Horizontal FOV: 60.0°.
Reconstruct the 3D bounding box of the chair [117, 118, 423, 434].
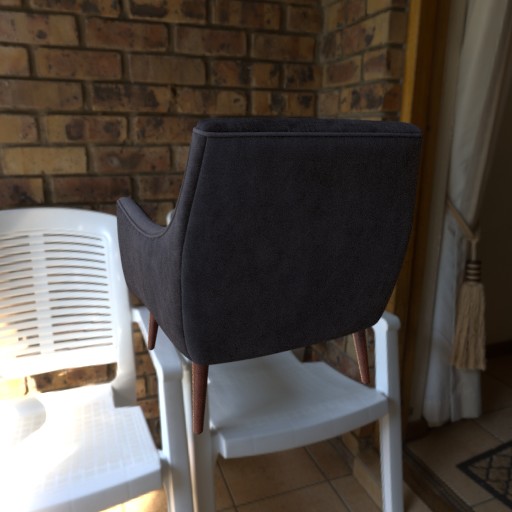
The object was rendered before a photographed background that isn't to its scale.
[{"bbox_3d":[0.000,0.000,1.452,0.762,0.838,0.787,-7,17,-25],"label":"chair"}]
